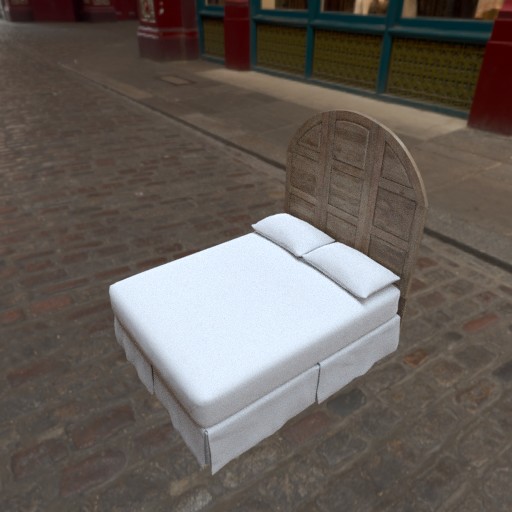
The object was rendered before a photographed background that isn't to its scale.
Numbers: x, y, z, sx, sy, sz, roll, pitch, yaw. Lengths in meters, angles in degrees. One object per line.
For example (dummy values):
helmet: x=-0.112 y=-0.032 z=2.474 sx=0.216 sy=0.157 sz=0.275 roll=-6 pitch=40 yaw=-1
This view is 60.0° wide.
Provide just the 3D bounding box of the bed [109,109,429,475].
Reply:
bed: x=0.000 y=0.000 z=3.618 sx=2.112 sy=2.002 sz=1.713 roll=-22 pitch=38 yaw=-30
